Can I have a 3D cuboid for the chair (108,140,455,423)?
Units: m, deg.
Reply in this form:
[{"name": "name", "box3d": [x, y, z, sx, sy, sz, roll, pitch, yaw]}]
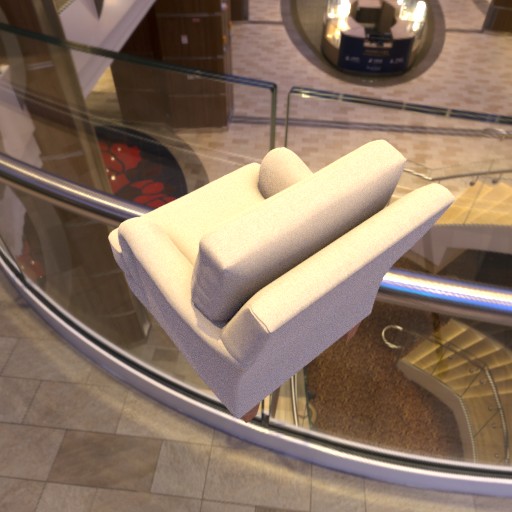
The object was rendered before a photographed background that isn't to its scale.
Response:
[{"name": "chair", "box3d": [0.000, 0.000, 1.879, 0.895, 1.076, 1.078, -31, 54, -26]}]
